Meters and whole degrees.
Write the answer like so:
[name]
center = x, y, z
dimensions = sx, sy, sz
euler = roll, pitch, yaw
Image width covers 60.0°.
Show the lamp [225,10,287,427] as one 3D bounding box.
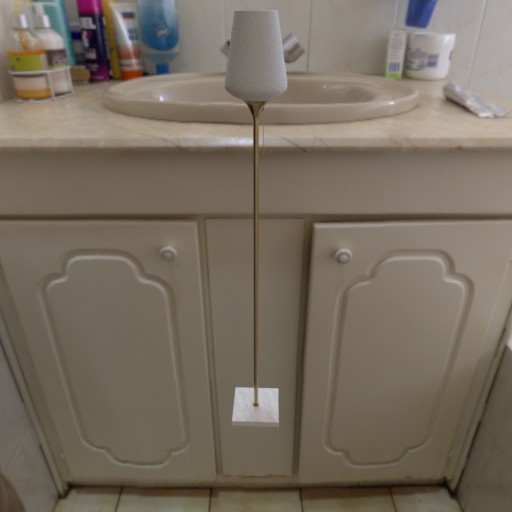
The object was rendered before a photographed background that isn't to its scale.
[lamp]
center = 0.000, 0.000, 1.871
dimensions = 0.232, 1.813, 0.229
euler = 1, 29, 2
